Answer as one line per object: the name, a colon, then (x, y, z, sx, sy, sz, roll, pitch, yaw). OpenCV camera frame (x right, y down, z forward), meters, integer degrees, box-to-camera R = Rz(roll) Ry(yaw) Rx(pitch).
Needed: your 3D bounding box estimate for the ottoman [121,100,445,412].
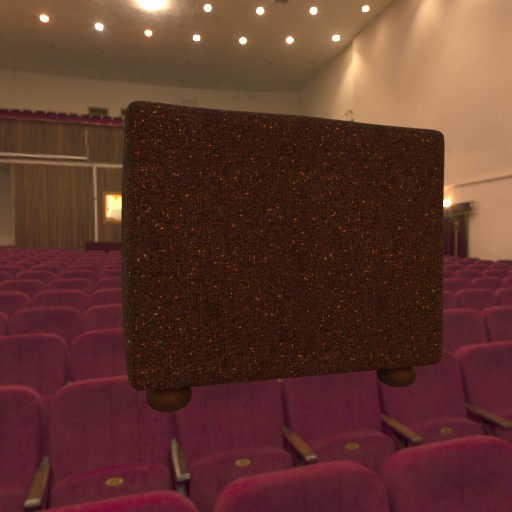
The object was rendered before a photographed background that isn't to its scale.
ottoman: (0.000, 0.000, 0.875, 0.508, 0.432, 0.508, 0, 1, -17)
